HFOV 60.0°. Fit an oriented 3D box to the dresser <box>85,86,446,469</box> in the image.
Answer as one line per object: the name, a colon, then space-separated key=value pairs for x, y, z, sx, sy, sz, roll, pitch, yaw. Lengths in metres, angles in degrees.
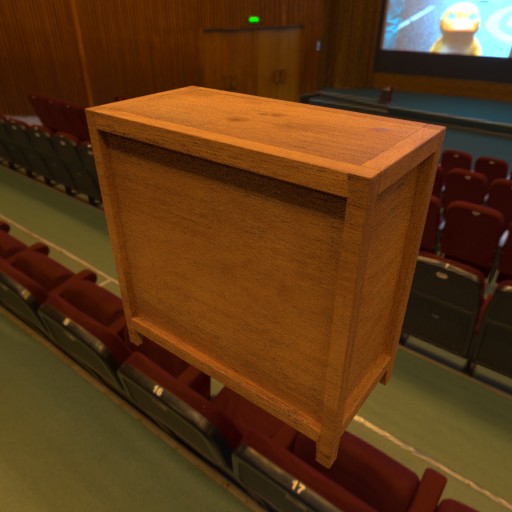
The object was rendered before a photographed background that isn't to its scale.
dresser: x=0.000 y=0.000 z=1.297 sx=0.804 sy=0.804 sz=0.427 roll=22 pitch=37 yaw=31
